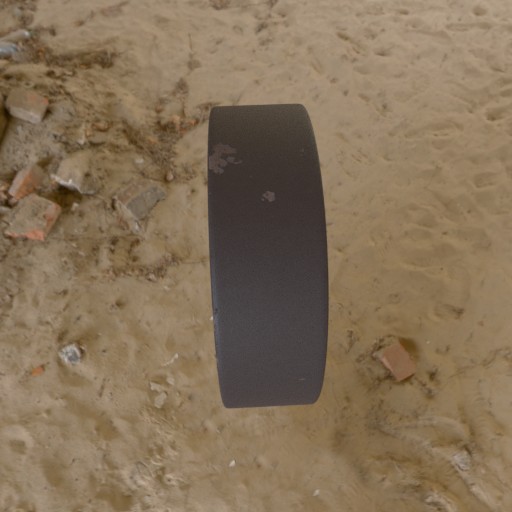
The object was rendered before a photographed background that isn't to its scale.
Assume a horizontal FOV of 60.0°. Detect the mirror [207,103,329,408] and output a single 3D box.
[{"bbox_3d":[0.000,0.000,0.598,0.126,0.386,0.386,-2,60,-1],"label":"mirror"}]
